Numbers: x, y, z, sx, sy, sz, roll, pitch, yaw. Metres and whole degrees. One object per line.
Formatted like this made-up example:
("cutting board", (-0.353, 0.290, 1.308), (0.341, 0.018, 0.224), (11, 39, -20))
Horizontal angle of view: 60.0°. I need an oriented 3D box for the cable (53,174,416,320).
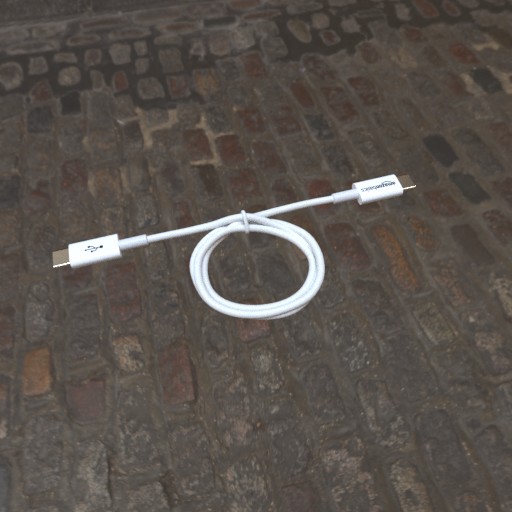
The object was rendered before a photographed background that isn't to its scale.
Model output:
("cable", (0.000, 0.000, 0.228), (0.203, 0.014, 0.070), (-13, 60, -8))
